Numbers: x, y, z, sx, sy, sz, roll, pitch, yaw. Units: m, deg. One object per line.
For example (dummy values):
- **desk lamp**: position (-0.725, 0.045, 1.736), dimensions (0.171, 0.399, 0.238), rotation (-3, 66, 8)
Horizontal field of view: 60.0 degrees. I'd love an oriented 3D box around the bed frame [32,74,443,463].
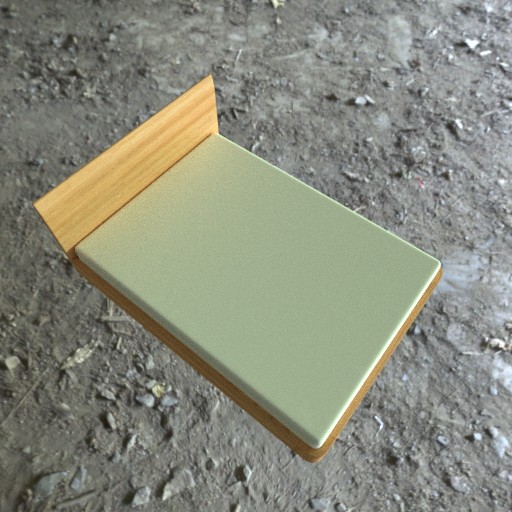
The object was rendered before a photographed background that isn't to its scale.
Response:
- **bed frame**: position (0.000, 0.000, 2.812), dimensions (1.992, 0.940, 1.472), rotation (34, 64, 20)
